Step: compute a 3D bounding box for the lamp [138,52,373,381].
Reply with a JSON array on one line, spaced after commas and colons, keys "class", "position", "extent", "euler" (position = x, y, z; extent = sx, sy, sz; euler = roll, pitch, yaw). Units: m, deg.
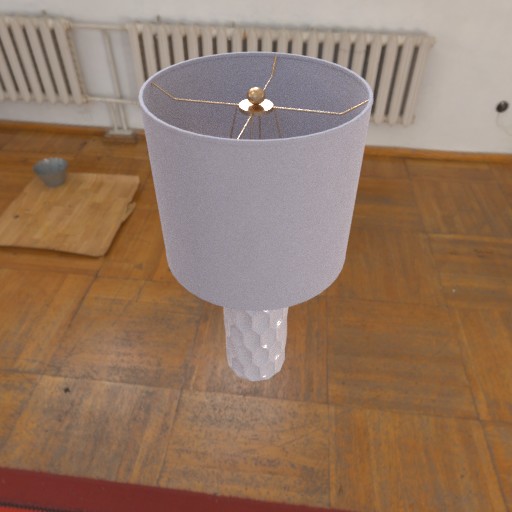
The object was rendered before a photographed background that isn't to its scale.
[{"class": "lamp", "position": [0.000, 0.000, 0.708], "extent": [0.277, 0.537, 0.277], "euler": [-28, 48, -28]}]
